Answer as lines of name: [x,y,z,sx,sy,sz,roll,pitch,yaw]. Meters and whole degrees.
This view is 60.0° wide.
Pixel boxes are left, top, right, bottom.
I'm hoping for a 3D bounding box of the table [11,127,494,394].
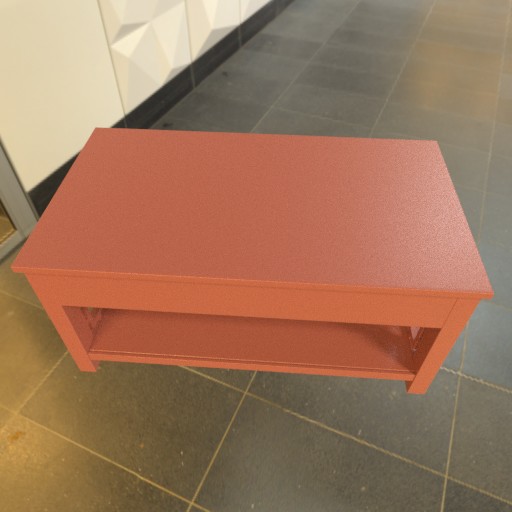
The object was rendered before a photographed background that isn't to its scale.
table: [0.000,0.000,1.363,1.068,0.493,0.612,3,47,3]
